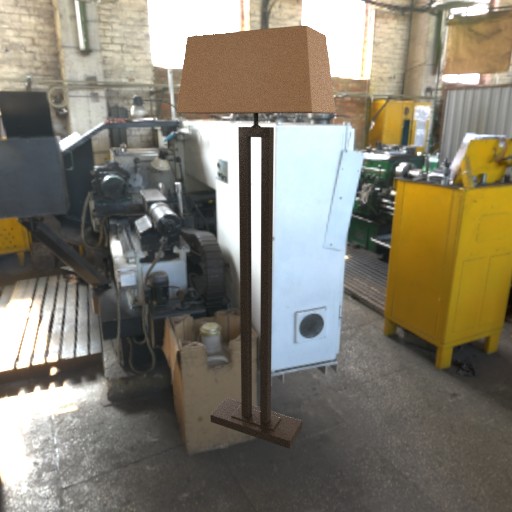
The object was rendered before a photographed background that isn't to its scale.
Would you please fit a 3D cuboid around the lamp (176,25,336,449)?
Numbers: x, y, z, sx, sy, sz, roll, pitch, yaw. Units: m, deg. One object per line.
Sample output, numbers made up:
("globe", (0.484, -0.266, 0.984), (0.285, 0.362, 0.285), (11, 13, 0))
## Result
("lamp", (0.000, 0.000, 1.619), (0.475, 1.469, 0.233), (8, 19, 25))
